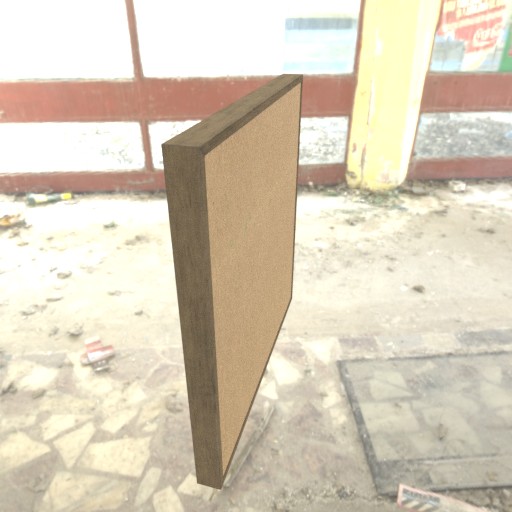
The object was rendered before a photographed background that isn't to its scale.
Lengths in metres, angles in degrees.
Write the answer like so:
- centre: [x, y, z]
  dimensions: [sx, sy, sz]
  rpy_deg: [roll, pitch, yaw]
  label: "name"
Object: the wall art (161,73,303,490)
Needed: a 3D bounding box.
- centre: [0.000, 0.000, 0.743]
  dimensions: [0.038, 0.508, 0.508]
  rpy_deg: [8, 30, 14]
  label: "wall art"
